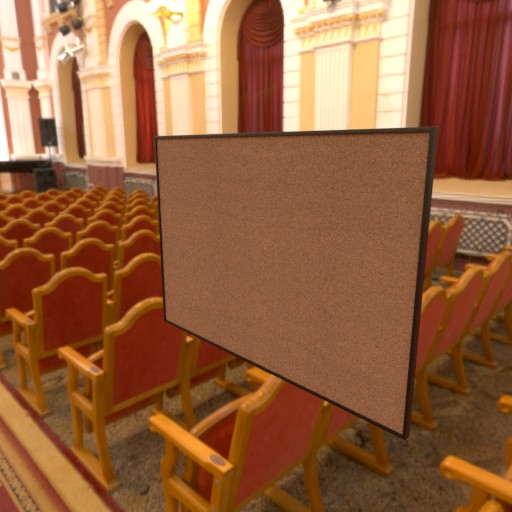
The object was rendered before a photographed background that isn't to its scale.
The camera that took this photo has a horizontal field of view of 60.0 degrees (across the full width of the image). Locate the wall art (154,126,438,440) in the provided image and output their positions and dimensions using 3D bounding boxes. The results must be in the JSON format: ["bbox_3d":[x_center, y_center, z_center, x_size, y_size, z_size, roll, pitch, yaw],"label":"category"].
[{"bbox_3d":[0.000,0.000,1.232,0.019,0.660,0.957,-13,19,-43],"label":"wall art"}]
